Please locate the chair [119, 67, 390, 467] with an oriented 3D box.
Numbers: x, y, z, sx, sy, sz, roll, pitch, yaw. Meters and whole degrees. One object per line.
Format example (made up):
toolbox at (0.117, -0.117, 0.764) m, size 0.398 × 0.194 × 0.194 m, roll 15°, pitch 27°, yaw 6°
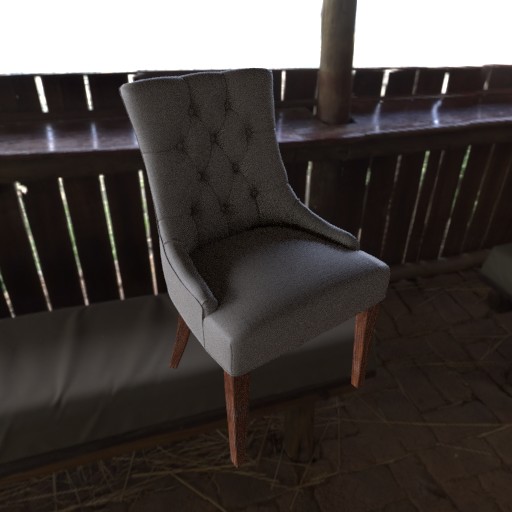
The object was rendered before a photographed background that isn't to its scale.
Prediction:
chair at (0.000, 0.000, 1.205) m, size 0.509 × 0.874 × 0.565 m, roll -21°, pitch 37°, yaw -30°
